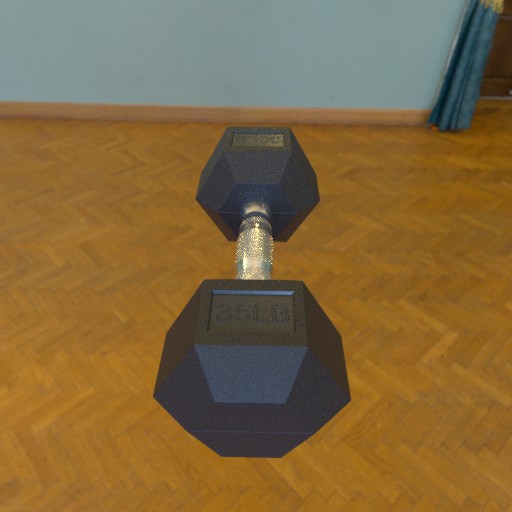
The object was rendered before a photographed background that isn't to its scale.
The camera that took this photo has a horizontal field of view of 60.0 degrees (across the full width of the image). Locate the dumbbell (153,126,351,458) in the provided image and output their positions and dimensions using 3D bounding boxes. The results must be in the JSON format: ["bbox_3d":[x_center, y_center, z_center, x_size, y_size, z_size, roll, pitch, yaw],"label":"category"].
[{"bbox_3d":[0.000,0.000,0.429,0.141,0.123,0.356,1,41,1],"label":"dumbbell"}]
